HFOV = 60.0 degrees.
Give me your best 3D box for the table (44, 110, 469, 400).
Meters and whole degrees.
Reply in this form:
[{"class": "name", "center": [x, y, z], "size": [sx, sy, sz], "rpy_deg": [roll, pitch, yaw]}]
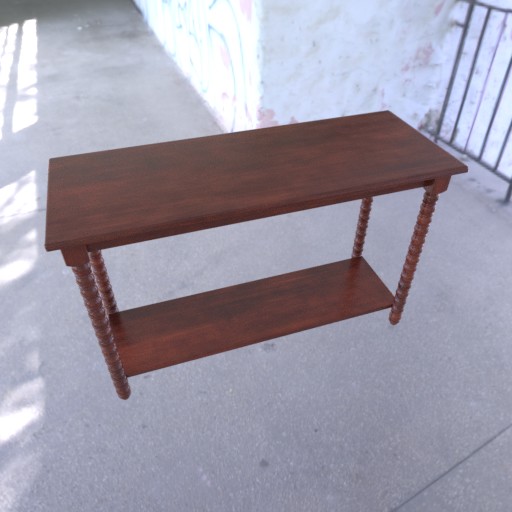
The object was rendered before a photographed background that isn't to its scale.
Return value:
[{"class": "table", "center": [0.000, 0.000, 1.565], "size": [1.184, 0.740, 0.459], "rpy_deg": [-12, 42, -14]}]
